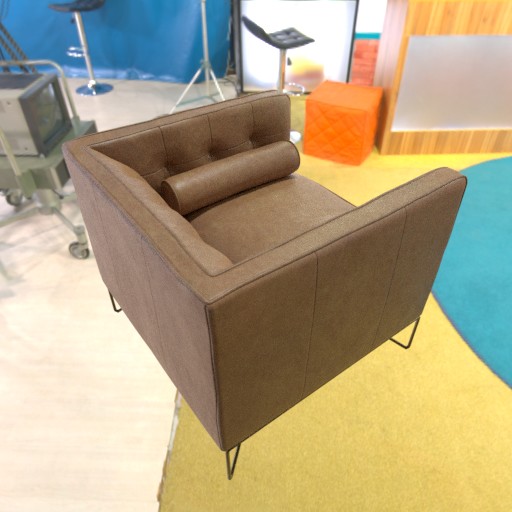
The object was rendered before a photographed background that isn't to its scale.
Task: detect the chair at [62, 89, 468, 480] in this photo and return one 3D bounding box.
[{"bbox_3d":[0.000,0.000,1.589,0.912,0.797,0.920,-25,46,-27],"label":"chair"}]
